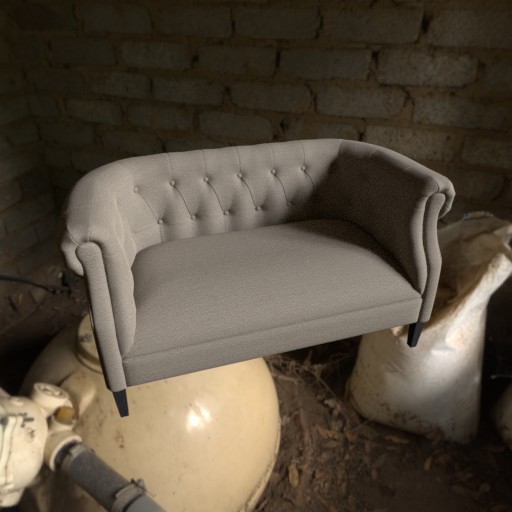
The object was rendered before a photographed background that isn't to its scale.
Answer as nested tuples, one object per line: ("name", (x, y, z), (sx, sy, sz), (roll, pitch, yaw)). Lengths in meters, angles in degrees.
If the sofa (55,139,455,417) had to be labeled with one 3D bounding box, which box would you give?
("sofa", (0.000, 0.000, 2.045), (1.558, 0.827, 0.835), (-9, 33, -15))
